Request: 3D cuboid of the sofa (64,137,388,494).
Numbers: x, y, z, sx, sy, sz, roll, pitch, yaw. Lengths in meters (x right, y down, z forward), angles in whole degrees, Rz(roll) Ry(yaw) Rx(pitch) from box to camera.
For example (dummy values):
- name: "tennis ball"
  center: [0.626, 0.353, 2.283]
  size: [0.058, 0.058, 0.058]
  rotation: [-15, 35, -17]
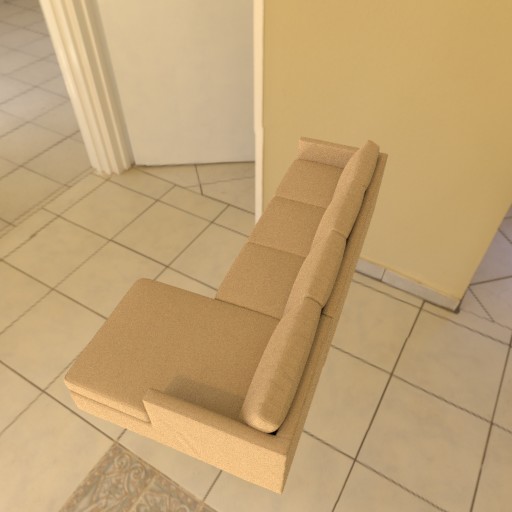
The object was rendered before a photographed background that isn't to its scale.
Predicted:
- name: "sofa"
  center: [0.000, 0.000, 3.816]
  size: [1.622, 0.867, 3.177]
  rotation: [16, 48, 15]
